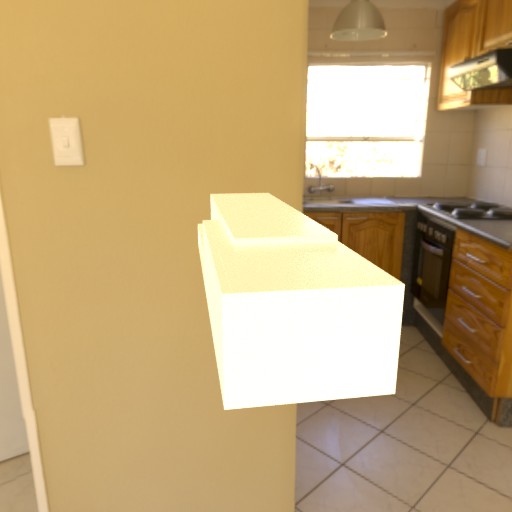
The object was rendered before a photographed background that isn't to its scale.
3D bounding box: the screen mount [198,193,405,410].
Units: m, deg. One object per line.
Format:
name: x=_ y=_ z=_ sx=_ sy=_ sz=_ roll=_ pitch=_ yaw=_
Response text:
screen mount: x=0.000 y=0.000 z=1.821 sx=0.420 sy=0.320 sz=1.680 roll=-2 pitch=15 yaw=-9
